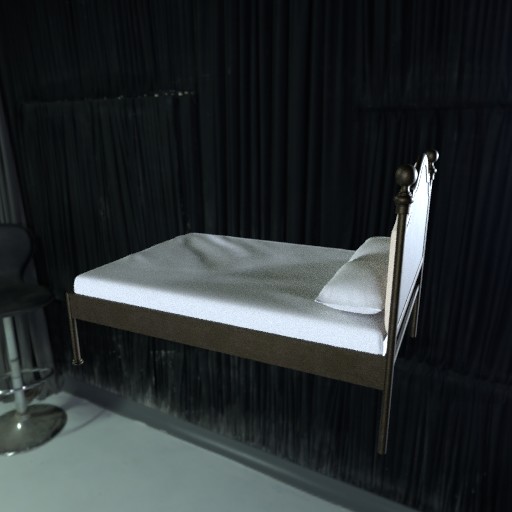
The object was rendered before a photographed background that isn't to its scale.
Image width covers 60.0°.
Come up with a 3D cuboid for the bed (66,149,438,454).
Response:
[{"bbox_3d":[0.000,0.000,3.130,2.170,1.462,1.533,7,18,24],"label":"bed"}]
